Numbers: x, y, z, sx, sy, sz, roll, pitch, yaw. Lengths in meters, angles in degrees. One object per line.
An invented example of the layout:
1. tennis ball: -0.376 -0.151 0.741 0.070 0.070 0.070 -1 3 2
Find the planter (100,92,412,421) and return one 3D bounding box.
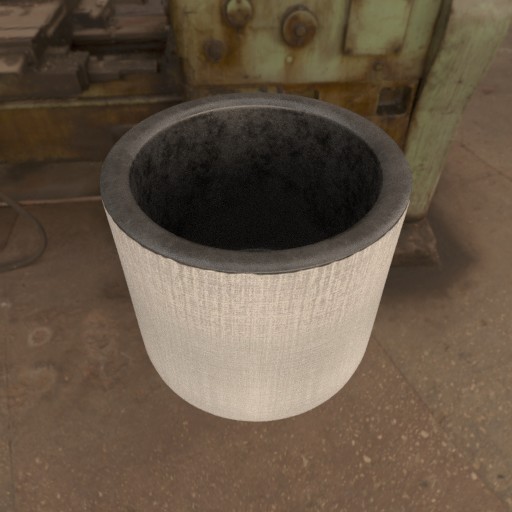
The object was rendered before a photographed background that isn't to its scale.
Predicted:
1. planter: 0.000 0.000 0.218 0.125 0.112 0.125 0 45 0
